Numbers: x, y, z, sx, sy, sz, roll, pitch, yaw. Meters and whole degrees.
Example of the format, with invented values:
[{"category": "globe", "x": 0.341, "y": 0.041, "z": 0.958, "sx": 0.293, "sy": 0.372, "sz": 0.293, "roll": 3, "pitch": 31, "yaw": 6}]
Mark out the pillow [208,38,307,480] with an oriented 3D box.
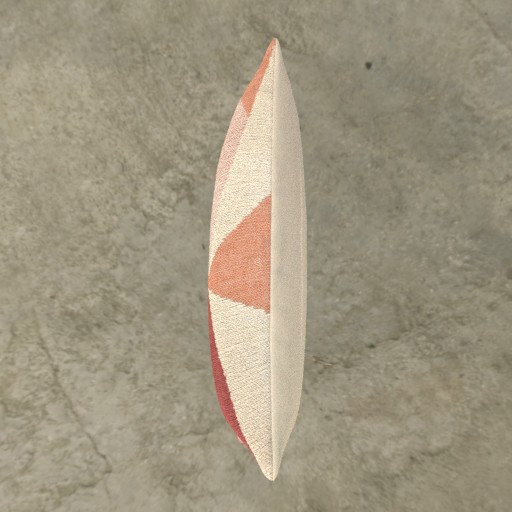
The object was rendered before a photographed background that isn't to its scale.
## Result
[{"category": "pillow", "x": 0.000, "y": 0.000, "z": 0.722, "sx": 0.155, "sy": 0.292, "sz": 0.609, "roll": 1, "pitch": 76, "yaw": 0}]
